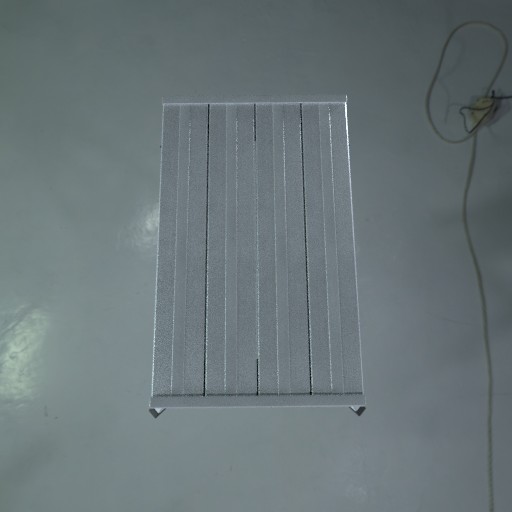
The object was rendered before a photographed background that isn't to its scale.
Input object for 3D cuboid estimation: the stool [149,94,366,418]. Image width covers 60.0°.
[{"bbox_3d":[0.000,0.000,0.735,0.385,0.225,0.535,-1,77,0],"label":"stool"}]
